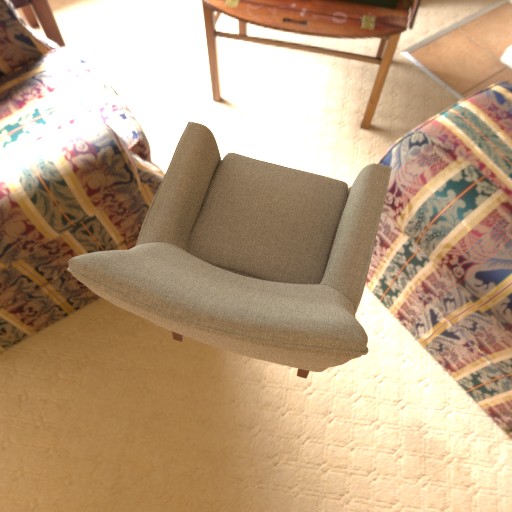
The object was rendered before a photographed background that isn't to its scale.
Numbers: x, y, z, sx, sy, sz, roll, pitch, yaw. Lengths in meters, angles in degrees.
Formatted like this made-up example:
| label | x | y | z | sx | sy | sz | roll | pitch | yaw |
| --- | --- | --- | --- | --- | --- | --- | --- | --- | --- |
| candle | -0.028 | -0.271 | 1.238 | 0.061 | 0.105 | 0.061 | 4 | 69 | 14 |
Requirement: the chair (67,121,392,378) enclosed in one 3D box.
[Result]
| label | x | y | z | sx | sy | sz | roll | pitch | yaw |
| --- | --- | --- | --- | --- | --- | --- | --- | --- | --- |
| chair | 0.000 | 0.000 | 1.813 | 0.887 | 1.047 | 0.993 | 15 | 64 | 8 |
